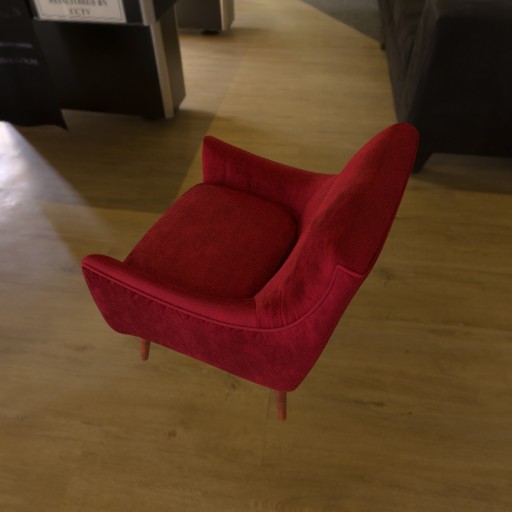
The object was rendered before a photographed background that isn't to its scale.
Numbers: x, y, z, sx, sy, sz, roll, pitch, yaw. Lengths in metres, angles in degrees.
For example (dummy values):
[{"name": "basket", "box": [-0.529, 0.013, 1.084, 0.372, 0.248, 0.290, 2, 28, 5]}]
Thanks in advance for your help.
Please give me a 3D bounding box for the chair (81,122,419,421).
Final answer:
[{"name": "chair", "box": [0.000, 0.000, 1.464, 0.787, 0.838, 0.762, 18, 48, 17]}]
